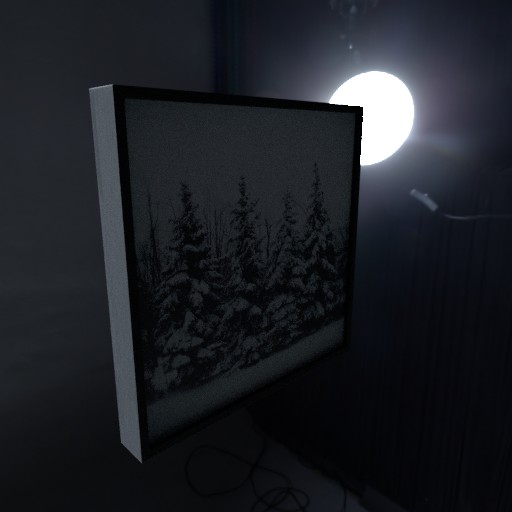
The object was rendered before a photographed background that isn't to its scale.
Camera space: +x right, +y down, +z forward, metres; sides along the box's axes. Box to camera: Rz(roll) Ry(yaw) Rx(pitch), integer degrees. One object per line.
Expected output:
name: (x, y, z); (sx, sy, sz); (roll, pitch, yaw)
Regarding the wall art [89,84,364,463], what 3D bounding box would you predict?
wall art: (0.000, 0.000, 0.456); (0.305, 0.305, 0.037); (-14, 20, -42)
